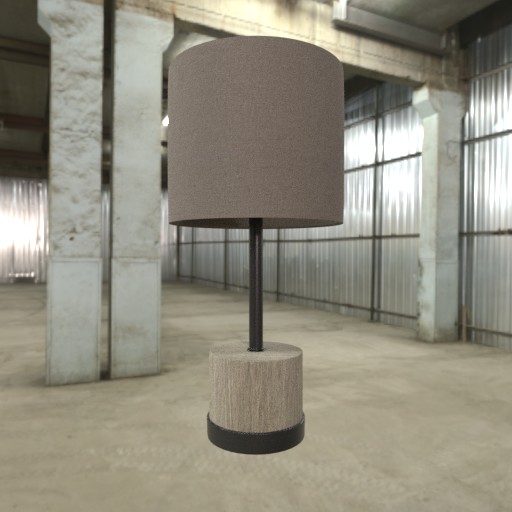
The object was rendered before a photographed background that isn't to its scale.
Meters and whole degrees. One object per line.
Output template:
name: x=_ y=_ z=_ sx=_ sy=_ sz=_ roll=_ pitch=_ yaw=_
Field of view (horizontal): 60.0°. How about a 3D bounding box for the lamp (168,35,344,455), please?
lamp: x=0.000 y=0.000 z=0.586 sx=0.229 sy=0.470 sz=0.229 roll=0 pitch=0 yaw=2
